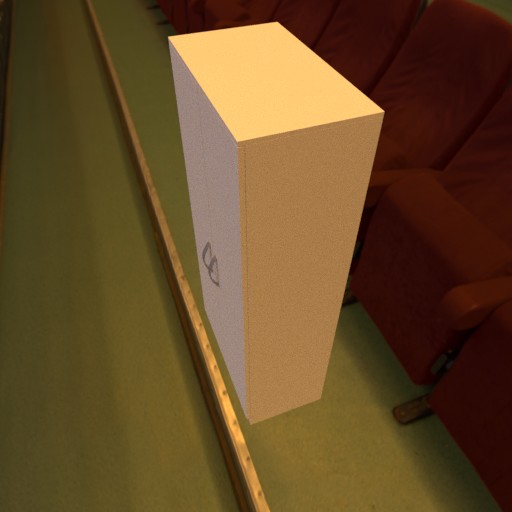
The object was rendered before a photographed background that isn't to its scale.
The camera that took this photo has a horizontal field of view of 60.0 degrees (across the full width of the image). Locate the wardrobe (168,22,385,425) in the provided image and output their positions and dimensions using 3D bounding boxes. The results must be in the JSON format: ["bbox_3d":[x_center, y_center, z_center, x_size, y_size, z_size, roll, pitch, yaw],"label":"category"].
[{"bbox_3d":[0.000,0.000,2.021,0.470,1.700,0.760,-15,48,-14],"label":"wardrobe"}]
